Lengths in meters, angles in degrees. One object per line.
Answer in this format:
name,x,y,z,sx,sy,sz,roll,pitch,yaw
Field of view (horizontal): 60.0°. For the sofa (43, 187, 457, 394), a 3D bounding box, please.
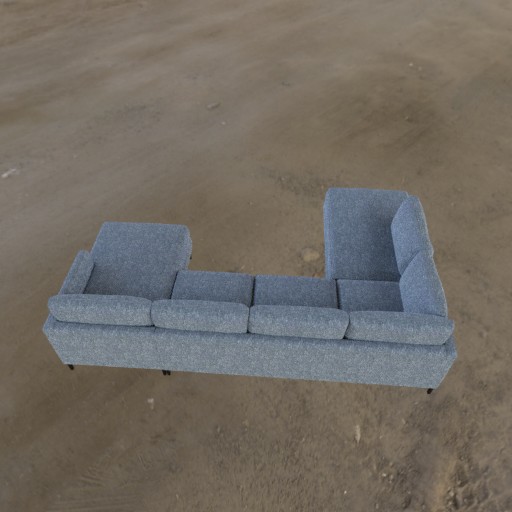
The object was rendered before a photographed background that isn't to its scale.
sofa,0.000,0.000,3.600,2.737,0.756,1.879,3,47,3
